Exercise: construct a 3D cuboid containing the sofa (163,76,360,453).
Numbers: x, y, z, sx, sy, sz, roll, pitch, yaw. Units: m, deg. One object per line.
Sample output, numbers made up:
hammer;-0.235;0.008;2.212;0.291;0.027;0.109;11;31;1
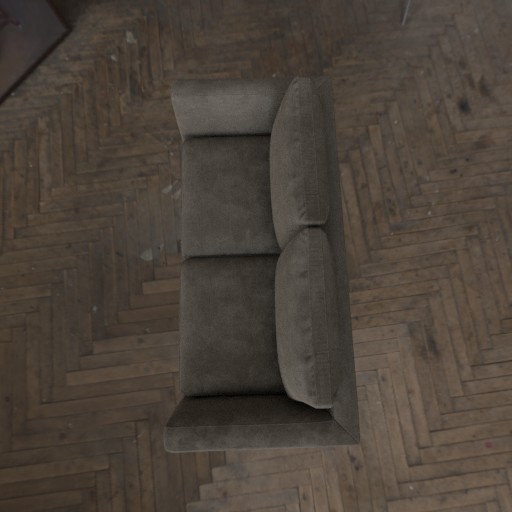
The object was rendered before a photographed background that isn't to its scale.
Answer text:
sofa;0.000;0.000;2.341;0.855;1.013;1.832;-2;76;0
